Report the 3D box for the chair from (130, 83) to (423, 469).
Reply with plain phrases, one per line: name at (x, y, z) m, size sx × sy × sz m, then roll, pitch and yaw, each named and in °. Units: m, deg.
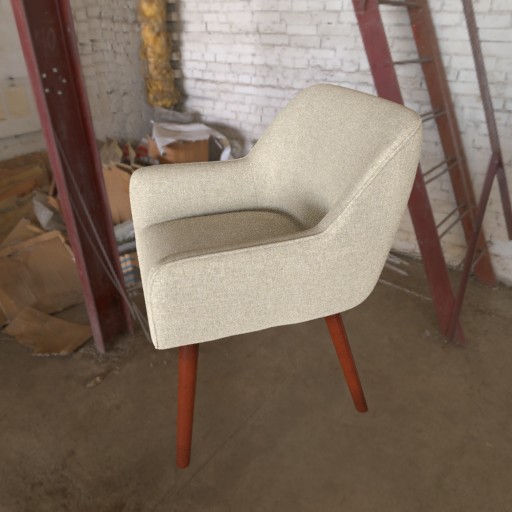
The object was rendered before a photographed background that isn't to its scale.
chair at (0.000, 0.000, 1.200) m, size 0.610 × 0.813 × 0.610 m, roll -9°, pitch 30°, yaw -15°
